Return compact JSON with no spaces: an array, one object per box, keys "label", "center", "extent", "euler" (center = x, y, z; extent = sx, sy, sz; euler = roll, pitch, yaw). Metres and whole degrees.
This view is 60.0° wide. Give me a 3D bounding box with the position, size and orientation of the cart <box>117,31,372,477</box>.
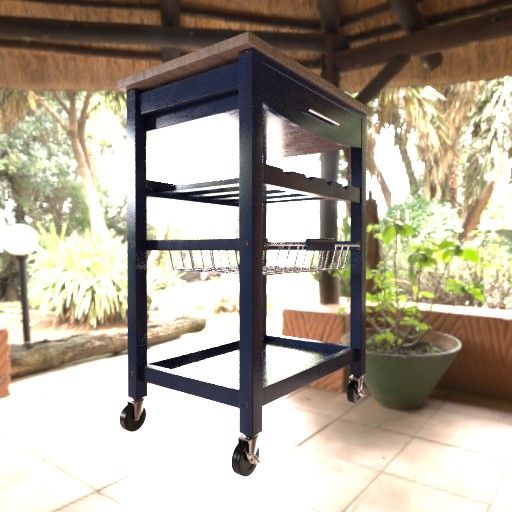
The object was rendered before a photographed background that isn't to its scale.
[{"label":"cart","center":[0.000,0.000,1.165],"extent":[0.403,0.839,0.584],"euler":[1,1,37]}]
